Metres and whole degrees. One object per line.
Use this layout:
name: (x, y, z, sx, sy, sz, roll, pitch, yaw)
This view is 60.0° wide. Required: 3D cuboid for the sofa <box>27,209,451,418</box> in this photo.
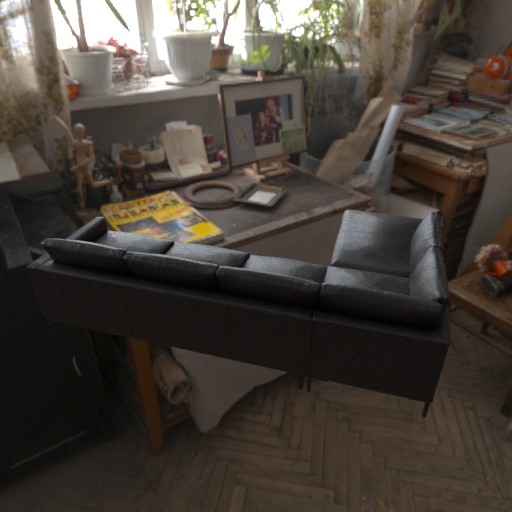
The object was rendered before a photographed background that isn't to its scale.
sofa: (0.000, 0.000, 3.805, 2.984, 0.877, 1.938, 9, 33, 14)
